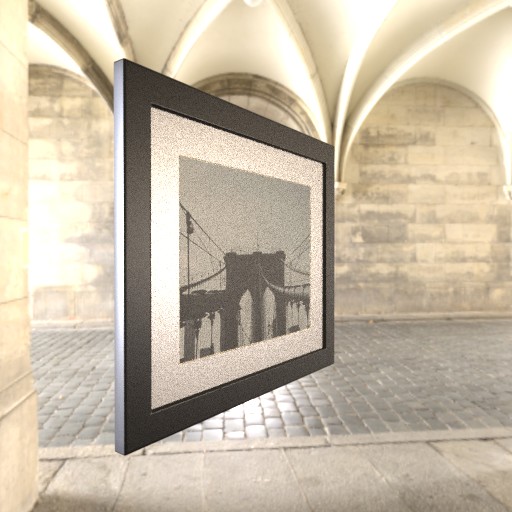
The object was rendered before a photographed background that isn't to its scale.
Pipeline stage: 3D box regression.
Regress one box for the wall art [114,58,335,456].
[{"bbox_3d":[0.000,0.000,0.714,0.018,0.450,0.521,0,1,37],"label":"wall art"}]
